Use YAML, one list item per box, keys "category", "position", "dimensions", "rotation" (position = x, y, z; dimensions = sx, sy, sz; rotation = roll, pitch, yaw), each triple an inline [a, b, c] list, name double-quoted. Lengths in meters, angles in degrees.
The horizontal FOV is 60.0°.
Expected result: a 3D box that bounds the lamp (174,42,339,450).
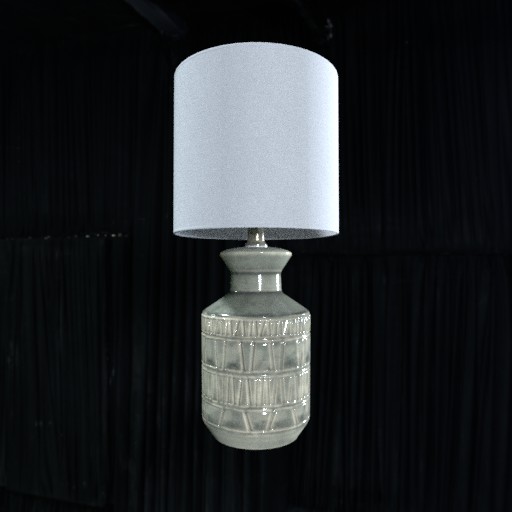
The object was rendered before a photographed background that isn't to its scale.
- category: "lamp"
  position: [0.000, 0.000, 0.575]
  dimensions: [0.211, 0.455, 0.211]
  rotation: [0, -2, 17]
